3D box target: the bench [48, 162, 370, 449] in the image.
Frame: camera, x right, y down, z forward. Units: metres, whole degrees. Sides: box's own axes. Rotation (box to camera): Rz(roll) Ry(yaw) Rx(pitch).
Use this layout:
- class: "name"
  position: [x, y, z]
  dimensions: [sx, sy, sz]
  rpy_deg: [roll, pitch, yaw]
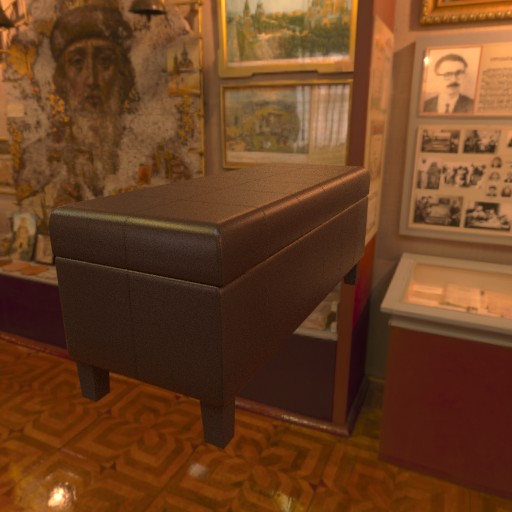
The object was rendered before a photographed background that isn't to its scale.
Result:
- class: "bench"
  position: [0.000, 0.000, 1.342]
  dimensions: [0.429, 0.457, 1.092]
  rpy_deg: [8, 19, 25]
